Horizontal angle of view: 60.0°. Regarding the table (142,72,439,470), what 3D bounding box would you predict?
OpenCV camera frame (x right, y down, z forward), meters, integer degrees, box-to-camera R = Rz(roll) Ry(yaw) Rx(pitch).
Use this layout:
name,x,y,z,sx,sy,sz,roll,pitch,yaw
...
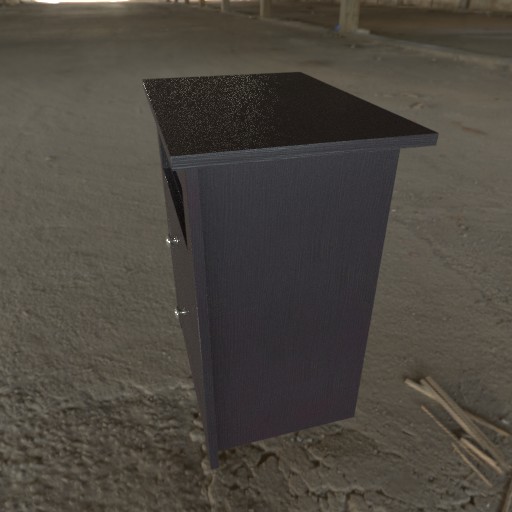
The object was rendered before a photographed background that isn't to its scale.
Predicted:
name,x,y,z,sx,sy,sz,roll,pitch,yaw
table,0.000,0.000,1.049,0.408,0.711,0.589,-8,32,-14
